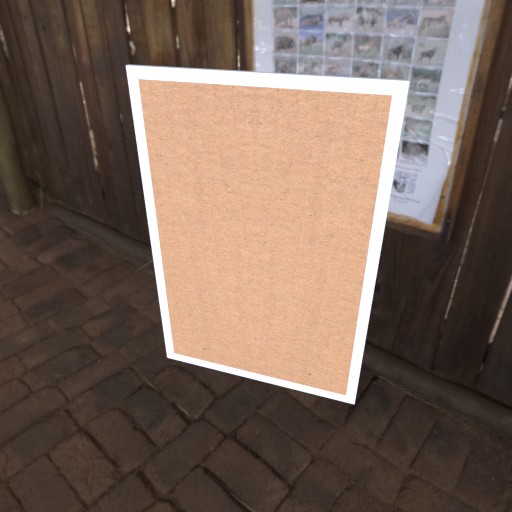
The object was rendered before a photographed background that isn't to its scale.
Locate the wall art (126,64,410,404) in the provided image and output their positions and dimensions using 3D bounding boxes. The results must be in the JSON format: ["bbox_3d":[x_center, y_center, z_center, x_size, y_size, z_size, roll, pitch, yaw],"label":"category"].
[{"bbox_3d":[0.000,0.000,1.244,0.660,0.965,0.015,10,33,15],"label":"wall art"}]
